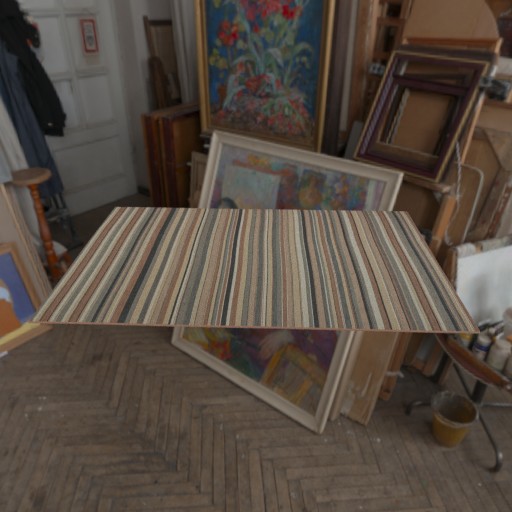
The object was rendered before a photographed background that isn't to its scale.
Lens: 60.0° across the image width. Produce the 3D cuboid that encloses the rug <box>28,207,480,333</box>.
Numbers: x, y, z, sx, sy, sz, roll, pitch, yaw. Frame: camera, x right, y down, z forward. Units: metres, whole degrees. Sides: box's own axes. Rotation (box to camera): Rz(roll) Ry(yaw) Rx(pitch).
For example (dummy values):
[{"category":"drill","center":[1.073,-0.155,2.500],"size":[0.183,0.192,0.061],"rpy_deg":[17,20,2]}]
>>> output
[{"category":"rug","center":[0.000,0.000,3.039],"size":[2.438,0.014,1.523],"rpy_deg":[1,31,2]}]
